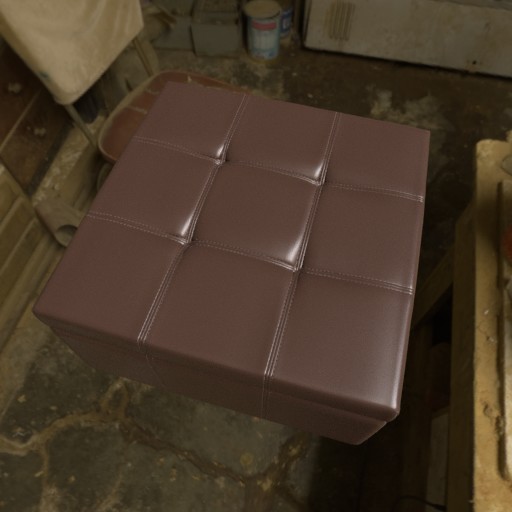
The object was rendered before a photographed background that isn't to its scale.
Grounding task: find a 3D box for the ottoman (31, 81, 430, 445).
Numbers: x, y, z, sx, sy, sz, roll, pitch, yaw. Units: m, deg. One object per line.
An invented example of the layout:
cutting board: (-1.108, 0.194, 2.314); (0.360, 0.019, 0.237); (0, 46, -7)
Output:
ottoman: (0.000, 0.000, 1.250); (0.788, 0.460, 0.787); (14, 60, 8)
